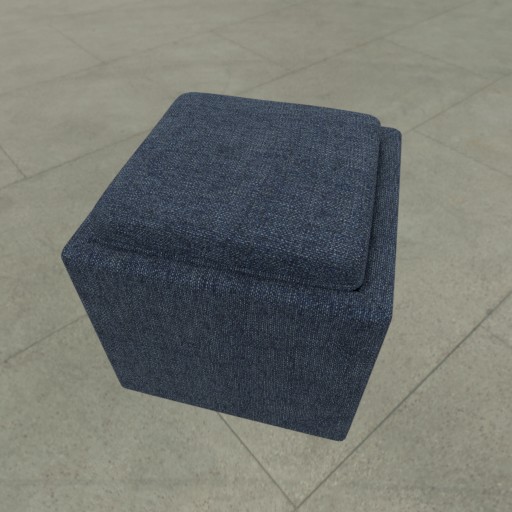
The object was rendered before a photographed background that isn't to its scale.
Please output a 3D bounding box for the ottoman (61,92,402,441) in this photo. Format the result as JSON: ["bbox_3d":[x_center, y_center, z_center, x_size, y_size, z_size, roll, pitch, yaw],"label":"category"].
[{"bbox_3d":[0.000,0.000,0.834,0.450,0.460,0.450,10,48,10],"label":"ottoman"}]
